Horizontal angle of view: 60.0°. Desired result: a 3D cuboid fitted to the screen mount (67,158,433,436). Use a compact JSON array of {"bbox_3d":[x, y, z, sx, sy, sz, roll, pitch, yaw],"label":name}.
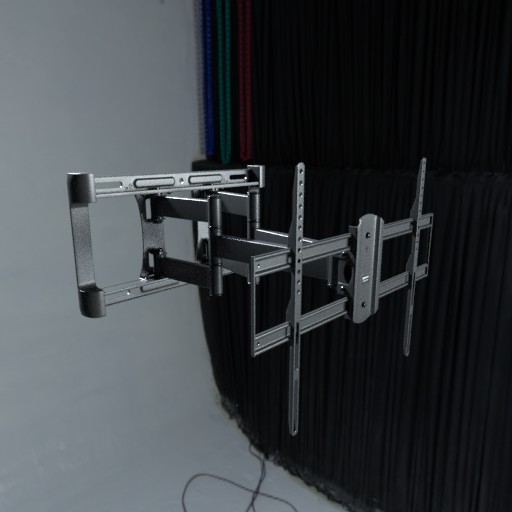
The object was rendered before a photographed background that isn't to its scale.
[{"bbox_3d":[0.000,0.000,1.128,0.644,0.491,0.661,13,19,43],"label":"screen mount"}]
